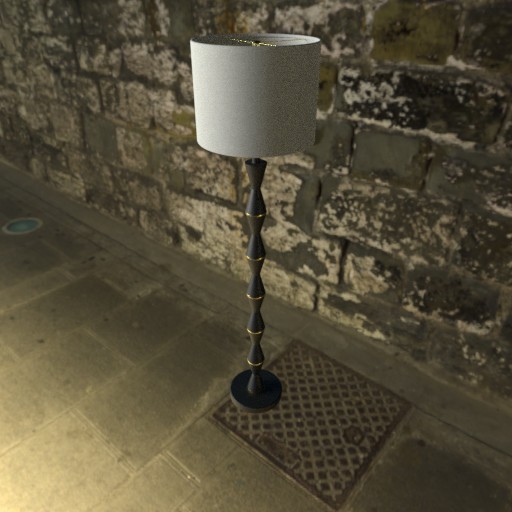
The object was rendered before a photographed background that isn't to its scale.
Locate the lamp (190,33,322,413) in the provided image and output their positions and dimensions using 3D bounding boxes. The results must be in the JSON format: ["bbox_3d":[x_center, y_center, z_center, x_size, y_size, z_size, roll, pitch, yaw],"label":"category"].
[{"bbox_3d":[0.000,0.000,1.676,0.381,1.480,0.381,-20,37,-30],"label":"lamp"}]
